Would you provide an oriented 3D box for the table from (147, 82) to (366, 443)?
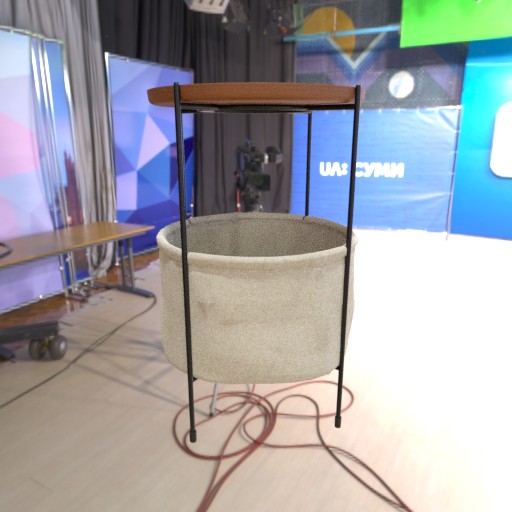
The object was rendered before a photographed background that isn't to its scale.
[{"bbox_3d":[0.000,0.000,0.890,0.393,0.623,0.393,-2,17,-8],"label":"table"}]
